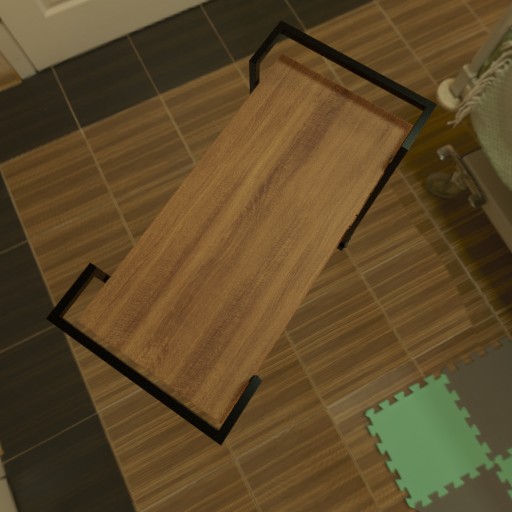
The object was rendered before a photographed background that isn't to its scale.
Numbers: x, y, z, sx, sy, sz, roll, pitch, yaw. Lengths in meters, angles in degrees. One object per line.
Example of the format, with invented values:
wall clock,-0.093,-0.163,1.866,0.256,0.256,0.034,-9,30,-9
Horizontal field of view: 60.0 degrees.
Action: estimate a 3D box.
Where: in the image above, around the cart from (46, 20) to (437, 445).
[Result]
cart,0.000,0.000,1.247,0.406,0.762,0.806,33,77,8
